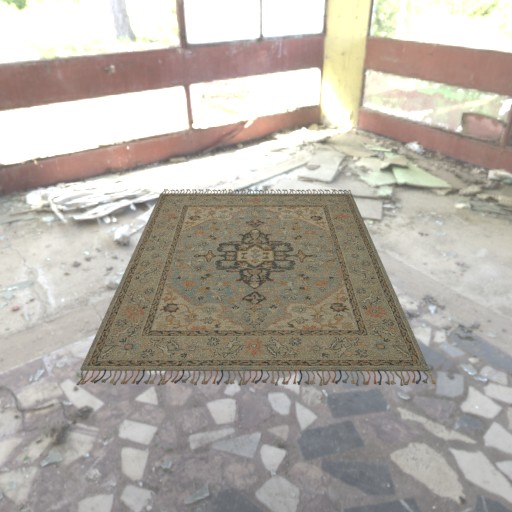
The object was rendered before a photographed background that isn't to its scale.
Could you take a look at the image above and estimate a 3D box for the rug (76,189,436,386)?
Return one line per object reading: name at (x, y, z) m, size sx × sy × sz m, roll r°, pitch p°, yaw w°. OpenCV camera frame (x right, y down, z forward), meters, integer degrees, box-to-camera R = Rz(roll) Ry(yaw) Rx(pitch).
rug at (0.000, 0.000, 3.520) m, size 1.971 × 0.010 × 2.651 m, roll 0°, pitch 32°, yaw 0°
